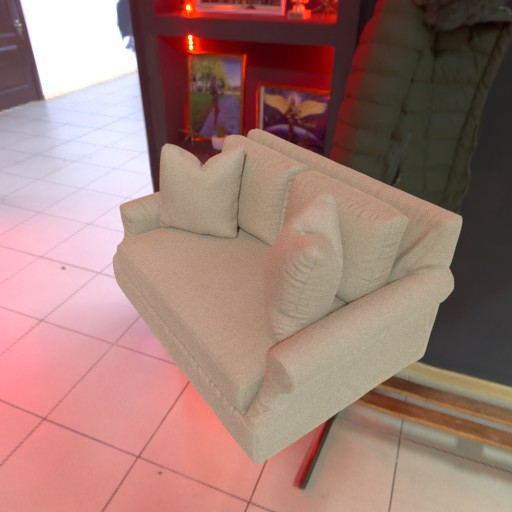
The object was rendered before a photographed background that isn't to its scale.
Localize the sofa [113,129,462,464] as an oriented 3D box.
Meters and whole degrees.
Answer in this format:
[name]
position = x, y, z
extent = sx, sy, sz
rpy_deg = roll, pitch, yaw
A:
[sofa]
position = 0.000, 0.000, 2.208
extent = 1.070, 0.905, 1.550
rpy_deg = -21, 39, -29
